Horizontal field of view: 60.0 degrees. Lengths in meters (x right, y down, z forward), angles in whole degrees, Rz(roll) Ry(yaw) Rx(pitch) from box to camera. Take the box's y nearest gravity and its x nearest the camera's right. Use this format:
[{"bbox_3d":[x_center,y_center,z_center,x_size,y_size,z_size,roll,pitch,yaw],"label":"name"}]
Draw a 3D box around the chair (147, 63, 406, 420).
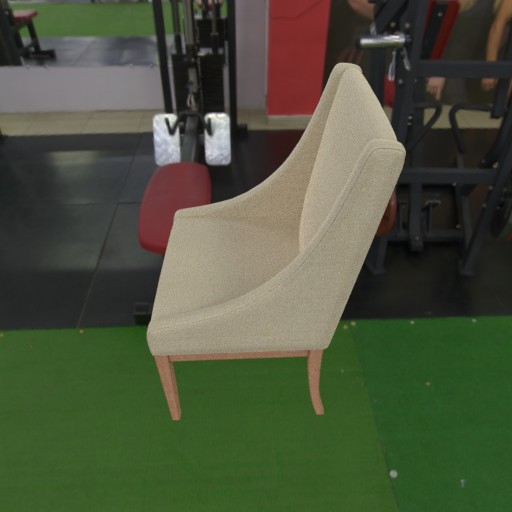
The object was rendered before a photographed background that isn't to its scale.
[{"bbox_3d":[0.000,0.000,1.402,0.611,1.021,0.575,0,41,0],"label":"chair"}]
